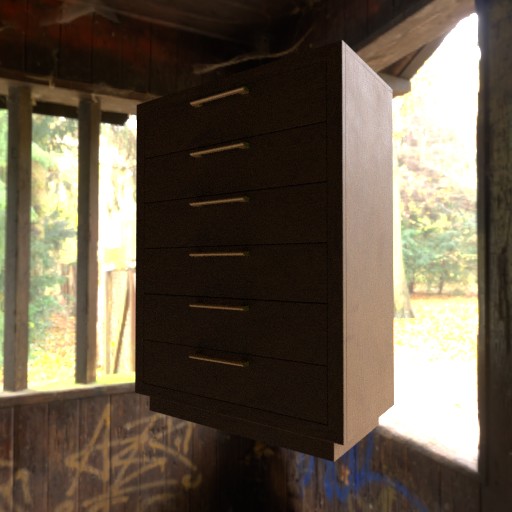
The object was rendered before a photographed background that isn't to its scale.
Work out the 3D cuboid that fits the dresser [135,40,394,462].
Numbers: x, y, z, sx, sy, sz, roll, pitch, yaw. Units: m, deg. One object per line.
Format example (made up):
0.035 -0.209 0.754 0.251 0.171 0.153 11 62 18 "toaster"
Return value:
0.000 0.000 1.815 0.964 1.320 0.516 -1 -1 35 "dresser"
